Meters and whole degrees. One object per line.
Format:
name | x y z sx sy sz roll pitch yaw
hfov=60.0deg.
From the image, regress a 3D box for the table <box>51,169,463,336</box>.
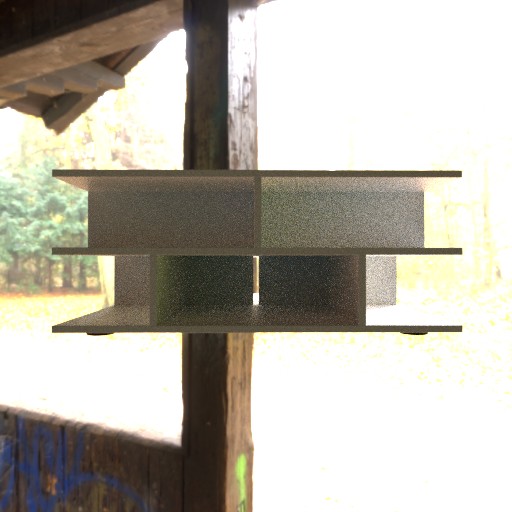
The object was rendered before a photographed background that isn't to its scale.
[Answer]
table | 0.000 0.000 1.104 0.700 0.289 0.700 0 0 -1
